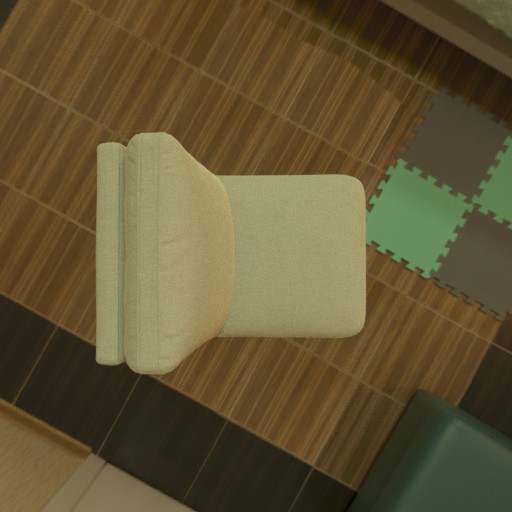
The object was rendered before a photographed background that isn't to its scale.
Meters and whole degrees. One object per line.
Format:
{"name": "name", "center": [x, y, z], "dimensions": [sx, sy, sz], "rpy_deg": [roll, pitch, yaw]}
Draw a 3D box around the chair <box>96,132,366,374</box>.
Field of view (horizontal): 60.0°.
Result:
{"name": "chair", "center": [0.000, 0.000, 1.335], "dimensions": [0.698, 0.927, 0.503], "rpy_deg": [0, 89, -1]}
